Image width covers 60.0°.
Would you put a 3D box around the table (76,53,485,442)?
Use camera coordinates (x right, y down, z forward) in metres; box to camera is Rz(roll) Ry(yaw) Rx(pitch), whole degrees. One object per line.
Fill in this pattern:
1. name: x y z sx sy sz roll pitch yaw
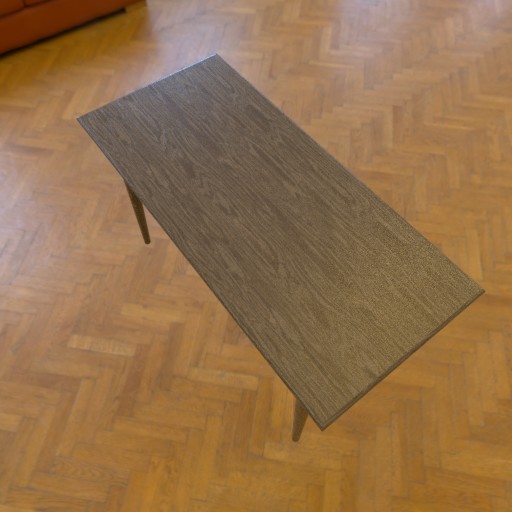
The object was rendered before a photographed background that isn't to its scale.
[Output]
1. table: 0.000 0.000 1.719 0.599 0.780 1.300 -33 65 -18
